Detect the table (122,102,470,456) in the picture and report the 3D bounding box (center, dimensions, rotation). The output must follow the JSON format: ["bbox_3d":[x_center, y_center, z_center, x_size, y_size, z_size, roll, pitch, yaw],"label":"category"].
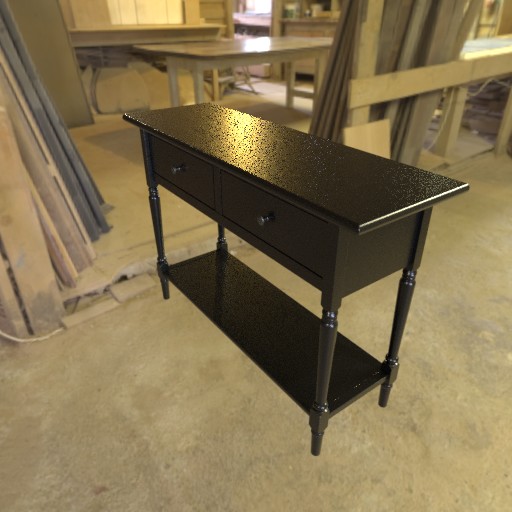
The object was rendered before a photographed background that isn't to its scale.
[{"bbox_3d":[0.000,0.000,1.568,0.386,0.819,1.191,-20,36,-31],"label":"table"}]
